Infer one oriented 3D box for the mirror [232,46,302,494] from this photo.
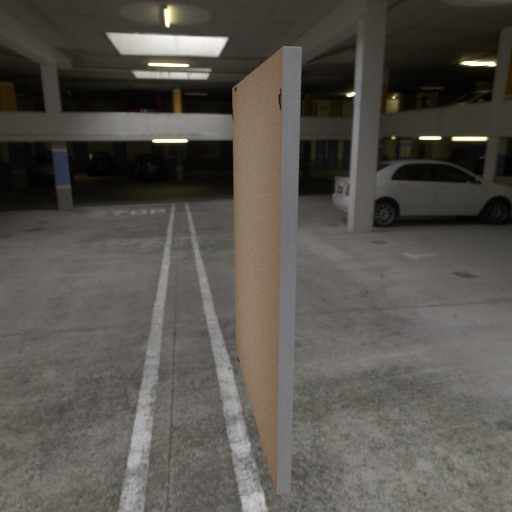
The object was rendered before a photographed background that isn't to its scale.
[{"bbox_3d":[0.000,0.000,1.325,0.041,1.016,0.762,-3,15,-10],"label":"mirror"}]
